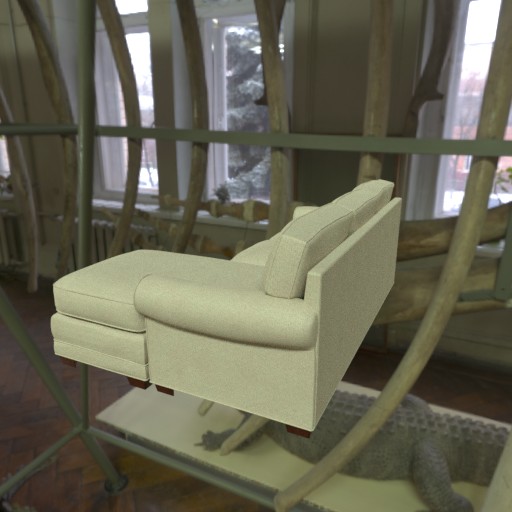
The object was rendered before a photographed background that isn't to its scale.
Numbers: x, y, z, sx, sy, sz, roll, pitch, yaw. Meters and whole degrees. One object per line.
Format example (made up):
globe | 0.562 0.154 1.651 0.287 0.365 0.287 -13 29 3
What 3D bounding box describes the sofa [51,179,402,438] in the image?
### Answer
sofa | 0.000 0.000 2.365 1.226 0.734 1.770 8 18 25
